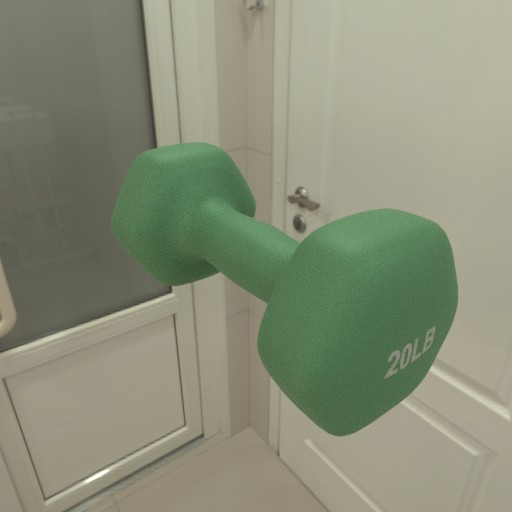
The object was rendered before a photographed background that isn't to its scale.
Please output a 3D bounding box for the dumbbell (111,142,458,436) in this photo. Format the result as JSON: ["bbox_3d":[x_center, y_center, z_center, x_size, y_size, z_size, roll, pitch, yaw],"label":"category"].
[{"bbox_3d":[0.000,0.000,0.313,0.129,0.117,0.260,-19,32,-32],"label":"dumbbell"}]
